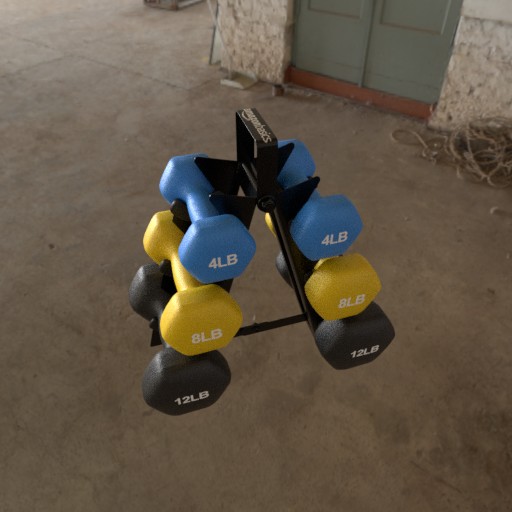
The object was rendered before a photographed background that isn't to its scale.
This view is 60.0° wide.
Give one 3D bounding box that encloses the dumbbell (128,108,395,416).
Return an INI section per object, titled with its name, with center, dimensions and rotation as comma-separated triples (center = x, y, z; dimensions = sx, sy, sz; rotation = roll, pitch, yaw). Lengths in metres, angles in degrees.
[dumbbell]
center = 0.000, 0.000, 0.669
dimensions = 0.409, 0.426, 0.255
rotation = -12, 44, -12
